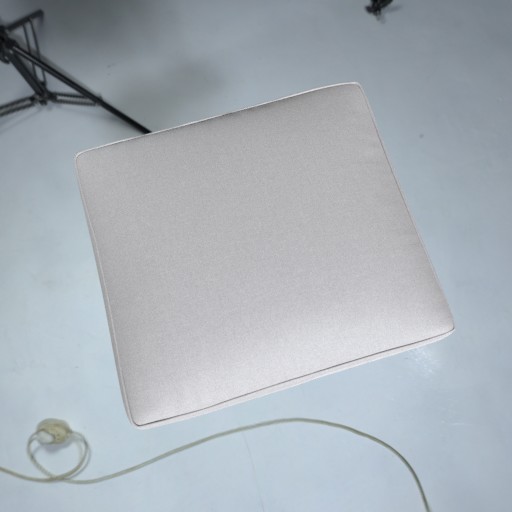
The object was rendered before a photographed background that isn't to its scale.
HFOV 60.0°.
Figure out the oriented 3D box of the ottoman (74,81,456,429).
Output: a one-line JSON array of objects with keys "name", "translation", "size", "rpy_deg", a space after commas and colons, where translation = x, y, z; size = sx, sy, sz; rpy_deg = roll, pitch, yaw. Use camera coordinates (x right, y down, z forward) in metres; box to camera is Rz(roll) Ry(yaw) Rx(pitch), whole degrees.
[{"name": "ottoman", "translation": [0.000, 0.000, 1.139], "size": [0.721, 0.505, 0.662], "rpy_deg": [-16, 77, -4]}]
